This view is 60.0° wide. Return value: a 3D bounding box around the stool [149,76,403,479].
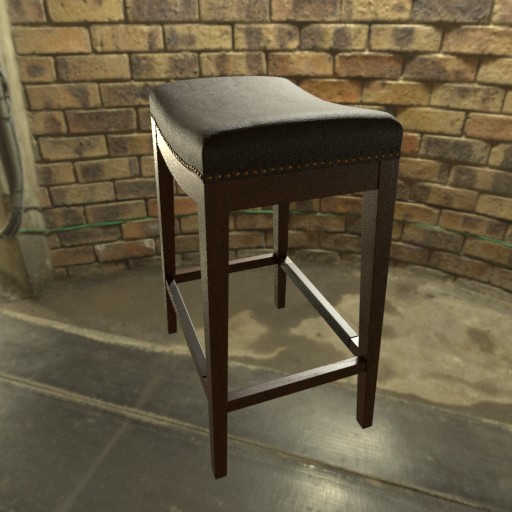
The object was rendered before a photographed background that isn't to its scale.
[{"bbox_3d":[0.000,0.000,0.943,0.353,0.664,0.490,-11,31,-18],"label":"stool"}]
